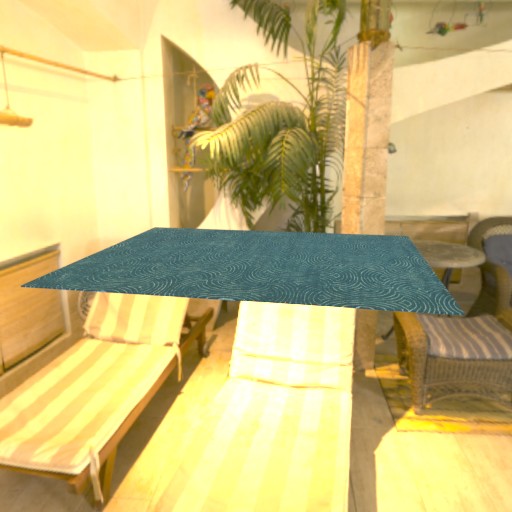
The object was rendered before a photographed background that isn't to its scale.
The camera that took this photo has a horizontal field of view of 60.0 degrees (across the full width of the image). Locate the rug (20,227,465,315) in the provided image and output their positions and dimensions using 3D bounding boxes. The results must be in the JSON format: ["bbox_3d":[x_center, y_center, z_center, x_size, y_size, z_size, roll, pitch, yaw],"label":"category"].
[{"bbox_3d":[0.000,0.000,4.111,3.033,0.012,2.432,3,14,10],"label":"rug"}]
